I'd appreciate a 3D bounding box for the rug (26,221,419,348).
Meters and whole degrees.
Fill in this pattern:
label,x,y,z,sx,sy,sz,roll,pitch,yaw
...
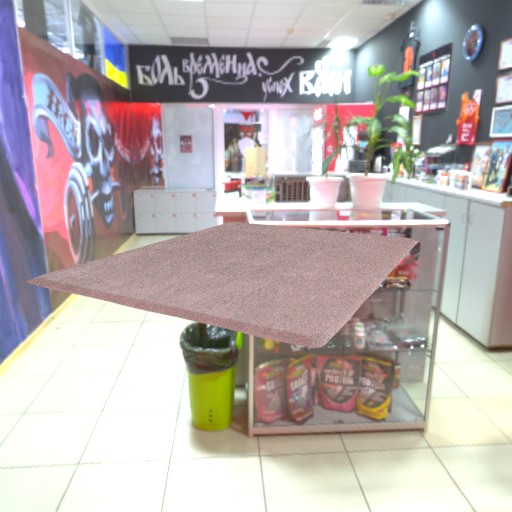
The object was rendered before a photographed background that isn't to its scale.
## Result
label,x,y,z,sx,sy,sz,roll,pitch,yaw
rug,0.000,0.000,3.950,2.332,0.027,2.933,8,16,28
